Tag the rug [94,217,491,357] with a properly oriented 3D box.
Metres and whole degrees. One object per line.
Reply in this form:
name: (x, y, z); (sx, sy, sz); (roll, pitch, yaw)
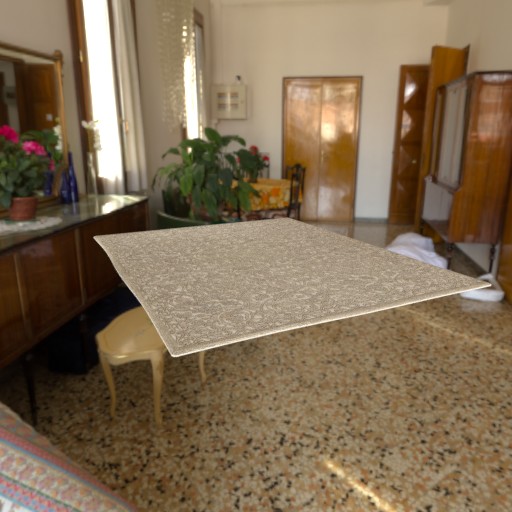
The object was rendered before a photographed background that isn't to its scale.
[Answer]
rug: (0.000, 0.000, 4.096); (2.472, 0.035, 3.017); (-8, 17, -26)
